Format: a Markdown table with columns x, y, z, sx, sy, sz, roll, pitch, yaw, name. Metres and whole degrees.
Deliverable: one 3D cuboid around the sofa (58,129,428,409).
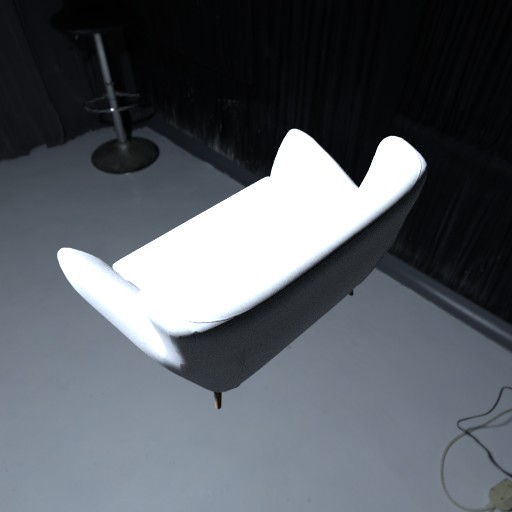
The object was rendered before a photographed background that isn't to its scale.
| x | y | z | sx | sy | sz | roll | pitch | yaw | name |
| --- | --- | --- | --- | --- | --- | --- | --- | --- | --- |
| 0.000 | 0.000 | 2.017 | 1.424 | 0.878 | 0.921 | -34 | 55 | -28 | sofa |
